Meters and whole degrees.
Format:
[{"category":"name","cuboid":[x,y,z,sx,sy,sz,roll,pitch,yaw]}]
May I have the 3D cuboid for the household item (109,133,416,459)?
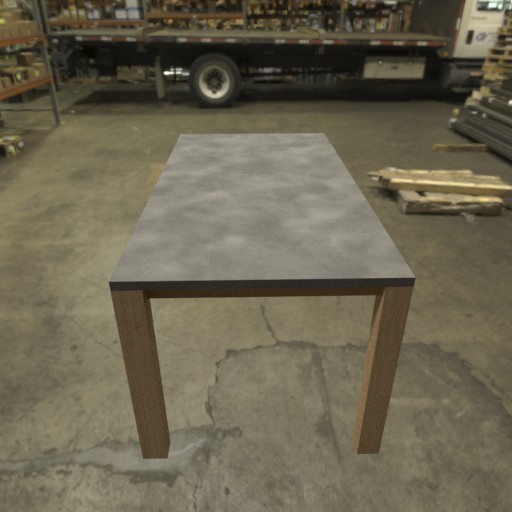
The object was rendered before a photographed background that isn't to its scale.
[{"category":"household item","cuboid":[0.000,0.000,2.108,0.850,0.755,1.600,-1,29,-1]}]
